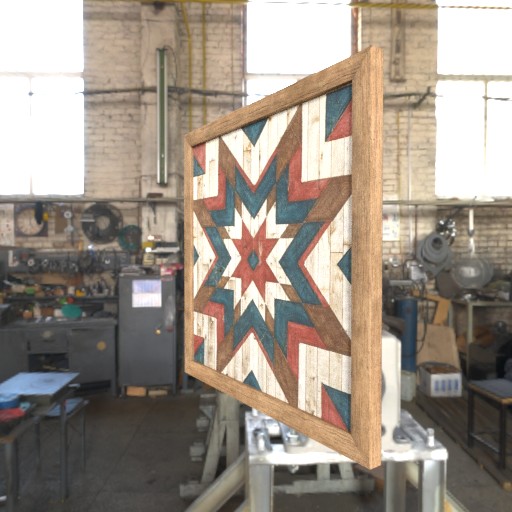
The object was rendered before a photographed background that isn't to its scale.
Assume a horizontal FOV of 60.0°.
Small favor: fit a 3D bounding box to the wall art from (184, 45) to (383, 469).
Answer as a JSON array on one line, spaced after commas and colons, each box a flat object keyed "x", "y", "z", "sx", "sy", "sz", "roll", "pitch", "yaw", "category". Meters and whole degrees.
[{"x": 0.000, "y": 0.000, "z": 1.014, "sx": 0.029, "sy": 0.691, "sz": 0.695, "roll": -1, "pitch": 1, "yaw": -35, "category": "wall art"}]
